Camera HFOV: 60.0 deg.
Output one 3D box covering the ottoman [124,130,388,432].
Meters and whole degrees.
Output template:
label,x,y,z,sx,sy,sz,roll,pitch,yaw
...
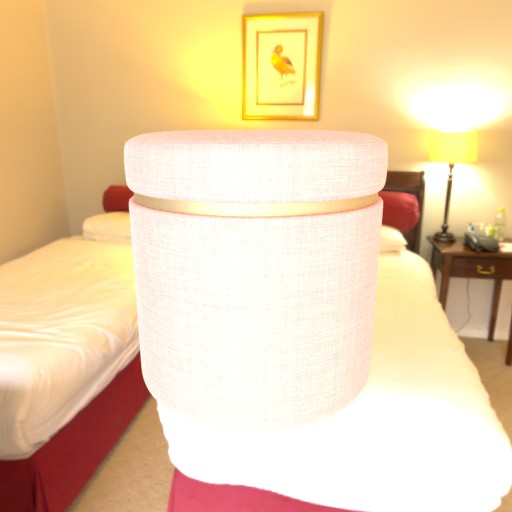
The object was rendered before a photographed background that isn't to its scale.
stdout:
label,x,y,z,sx,sy,sz,roll,pitch,yaw
ottoman,0.000,0.000,0.743,0.400,0.406,0.400,0,16,0
